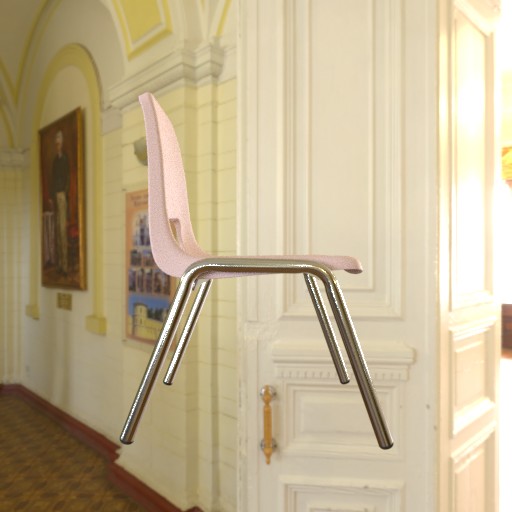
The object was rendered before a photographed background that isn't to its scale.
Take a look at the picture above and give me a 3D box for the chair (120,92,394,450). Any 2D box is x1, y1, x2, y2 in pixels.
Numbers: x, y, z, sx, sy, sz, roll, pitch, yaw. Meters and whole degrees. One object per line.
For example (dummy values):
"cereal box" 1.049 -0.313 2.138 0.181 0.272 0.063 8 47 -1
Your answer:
"chair" 0.000 0.000 0.843 0.423 0.586 0.354 0 0 1
